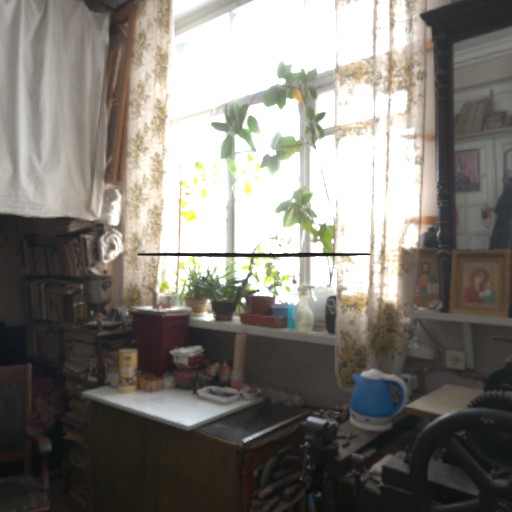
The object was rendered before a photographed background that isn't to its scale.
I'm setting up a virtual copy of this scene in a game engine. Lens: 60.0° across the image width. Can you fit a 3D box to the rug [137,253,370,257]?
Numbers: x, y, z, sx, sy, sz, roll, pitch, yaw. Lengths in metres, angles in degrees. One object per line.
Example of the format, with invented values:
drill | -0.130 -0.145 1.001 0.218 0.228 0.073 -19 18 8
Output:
rug | 0.000 0.000 2.730 0.801 0.010 2.459 0 0 0
